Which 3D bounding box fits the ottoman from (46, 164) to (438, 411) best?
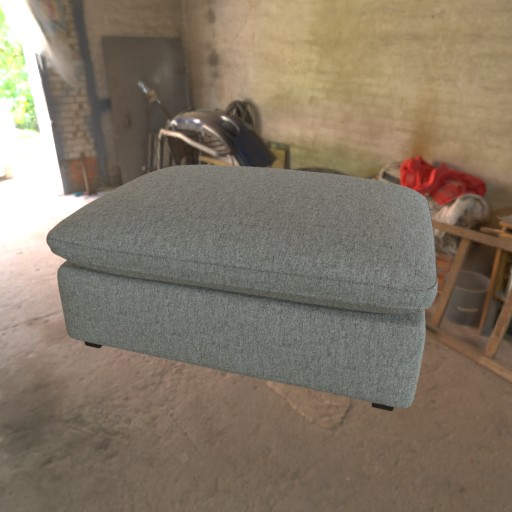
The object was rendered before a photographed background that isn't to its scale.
[{"bbox_3d":[0.000,0.000,1.350,0.977,0.451,0.694,8,27,15],"label":"ottoman"}]
